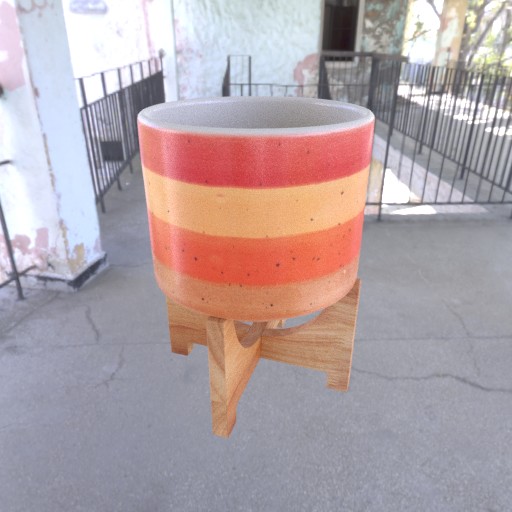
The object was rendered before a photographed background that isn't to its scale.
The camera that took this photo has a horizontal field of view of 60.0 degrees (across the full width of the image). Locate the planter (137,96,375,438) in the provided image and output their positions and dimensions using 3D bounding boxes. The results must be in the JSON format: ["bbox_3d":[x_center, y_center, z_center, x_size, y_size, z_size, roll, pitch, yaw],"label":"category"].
[{"bbox_3d":[0.000,0.000,0.422,0.199,0.268,0.199,0,26,0],"label":"planter"}]
